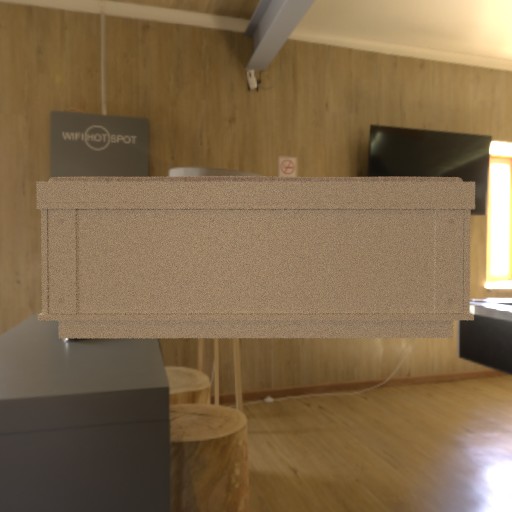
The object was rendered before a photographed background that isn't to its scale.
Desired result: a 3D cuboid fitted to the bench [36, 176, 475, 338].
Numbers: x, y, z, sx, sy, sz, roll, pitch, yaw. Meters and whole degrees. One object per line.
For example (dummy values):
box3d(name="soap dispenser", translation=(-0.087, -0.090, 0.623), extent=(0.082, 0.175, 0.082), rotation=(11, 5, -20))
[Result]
box3d(name="bench", translation=(0.000, 0.000, 1.393), extent=(1.196, 0.453, 0.363), rotation=(0, 1, 0))
